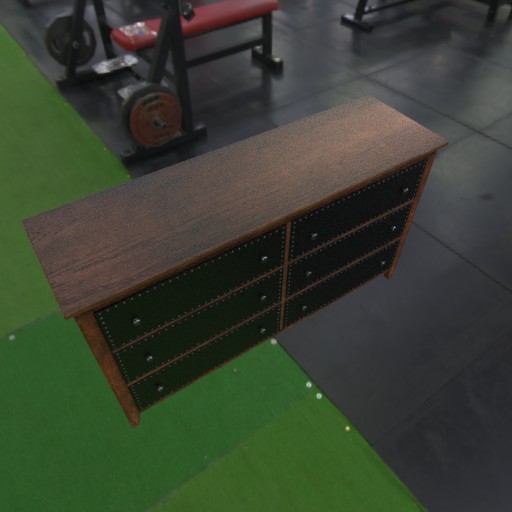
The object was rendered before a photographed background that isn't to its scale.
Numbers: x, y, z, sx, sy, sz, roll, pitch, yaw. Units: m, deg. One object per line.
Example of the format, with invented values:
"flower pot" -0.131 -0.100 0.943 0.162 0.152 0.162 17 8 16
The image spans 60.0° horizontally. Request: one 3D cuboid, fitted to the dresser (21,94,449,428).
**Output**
"dresser" 0.000 0.000 1.929 1.551 0.856 0.463 -26 52 -22
